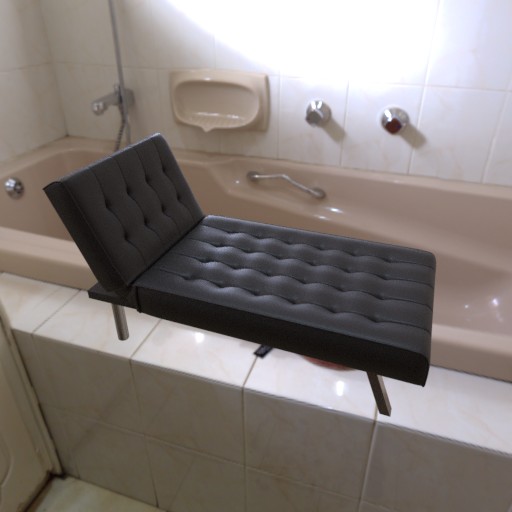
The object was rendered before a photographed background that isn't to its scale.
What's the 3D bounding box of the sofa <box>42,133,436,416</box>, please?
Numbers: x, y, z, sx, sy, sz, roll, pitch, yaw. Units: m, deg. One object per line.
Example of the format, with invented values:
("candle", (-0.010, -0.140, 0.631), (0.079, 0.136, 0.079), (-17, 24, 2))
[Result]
("sofa", (0.000, 0.000, 2.009), (1.560, 0.820, 0.760), (11, 32, 18))
